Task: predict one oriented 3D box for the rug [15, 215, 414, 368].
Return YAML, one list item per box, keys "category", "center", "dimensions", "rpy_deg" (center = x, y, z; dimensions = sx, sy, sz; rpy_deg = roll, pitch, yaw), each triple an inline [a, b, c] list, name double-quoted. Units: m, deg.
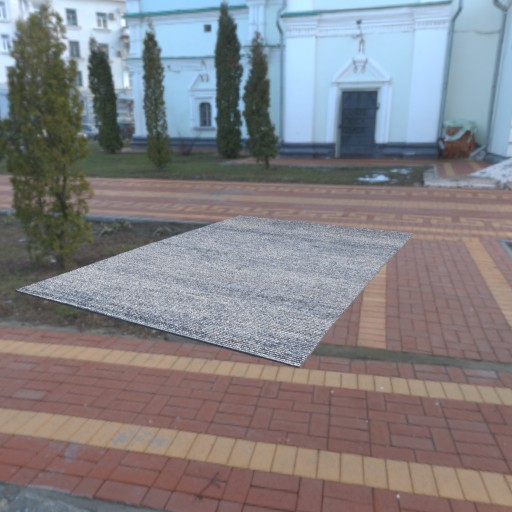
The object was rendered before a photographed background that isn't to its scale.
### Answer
- category: "rug"
  center: [0.000, 0.000, 2.944]
  dimensions: [1.624, 0.030, 2.349]
  rpy_deg: [9, 18, 27]
